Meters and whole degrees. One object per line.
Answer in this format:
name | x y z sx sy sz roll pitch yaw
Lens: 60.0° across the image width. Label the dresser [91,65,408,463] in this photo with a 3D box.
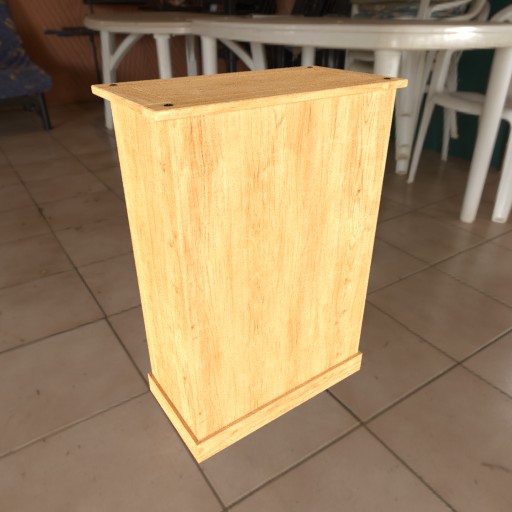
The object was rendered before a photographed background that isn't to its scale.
dresser | 0.000 0.000 1.752 0.915 1.300 0.485 -19 34 -30
